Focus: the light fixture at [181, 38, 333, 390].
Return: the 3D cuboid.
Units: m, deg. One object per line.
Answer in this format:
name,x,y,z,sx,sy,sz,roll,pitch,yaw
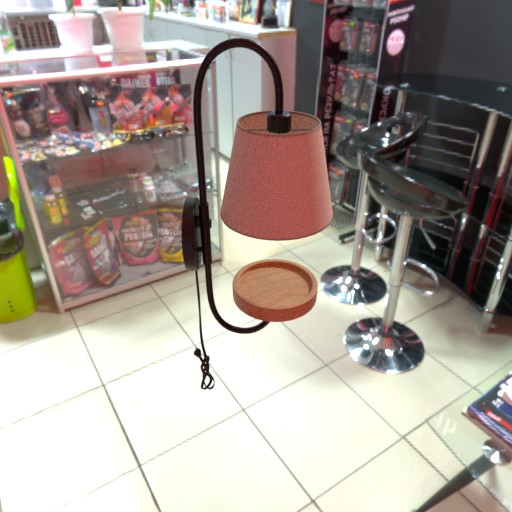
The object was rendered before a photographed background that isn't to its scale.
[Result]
light fixture,0.000,0.000,0.923,0.299,0.821,0.220,0,33,0
